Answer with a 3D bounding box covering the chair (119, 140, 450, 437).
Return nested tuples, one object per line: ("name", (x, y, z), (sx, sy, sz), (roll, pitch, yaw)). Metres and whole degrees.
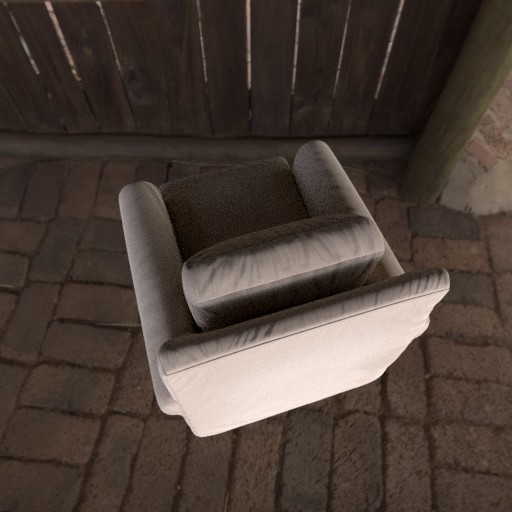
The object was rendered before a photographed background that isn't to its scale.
("chair", (0.000, 0.000, 1.738), (0.940, 0.866, 1.066), (-15, 59, -9))
